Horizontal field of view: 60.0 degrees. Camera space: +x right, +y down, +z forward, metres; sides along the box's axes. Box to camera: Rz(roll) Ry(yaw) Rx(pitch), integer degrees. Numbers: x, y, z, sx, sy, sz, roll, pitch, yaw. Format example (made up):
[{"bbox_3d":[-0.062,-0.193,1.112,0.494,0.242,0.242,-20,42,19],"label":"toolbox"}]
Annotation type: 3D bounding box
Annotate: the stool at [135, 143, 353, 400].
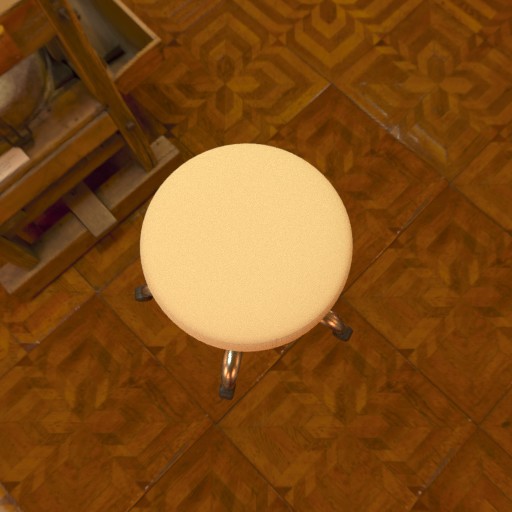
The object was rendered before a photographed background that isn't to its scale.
[{"bbox_3d":[0.000,0.000,1.087,0.614,0.482,0.634,-41,79,-10],"label":"stool"}]
